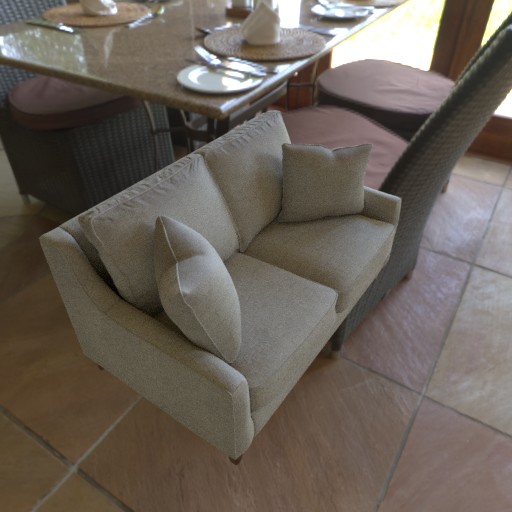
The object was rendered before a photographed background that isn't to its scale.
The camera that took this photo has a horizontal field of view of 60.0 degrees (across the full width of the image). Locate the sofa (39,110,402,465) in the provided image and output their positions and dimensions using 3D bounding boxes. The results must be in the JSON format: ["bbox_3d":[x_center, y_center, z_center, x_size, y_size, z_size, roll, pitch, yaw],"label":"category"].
[{"bbox_3d":[0.000,0.000,2.025,0.915,0.863,1.422,24,45,27],"label":"sofa"}]
